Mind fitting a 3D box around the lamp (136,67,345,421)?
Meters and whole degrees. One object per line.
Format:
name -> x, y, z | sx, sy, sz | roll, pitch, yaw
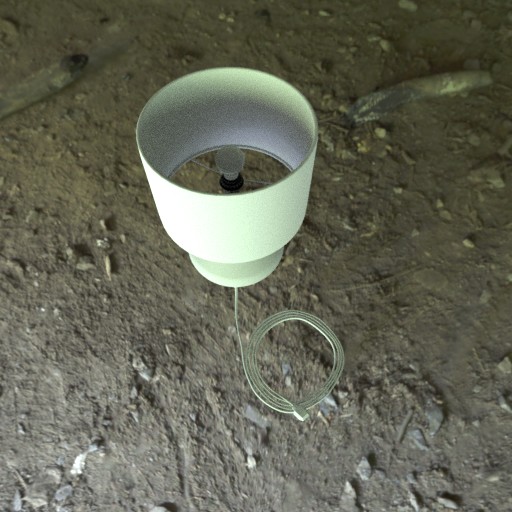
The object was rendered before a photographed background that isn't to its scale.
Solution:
lamp -> 0.000, 0.000, 0.878 | 0.401, 0.457, 0.546 | 0, 59, 0
